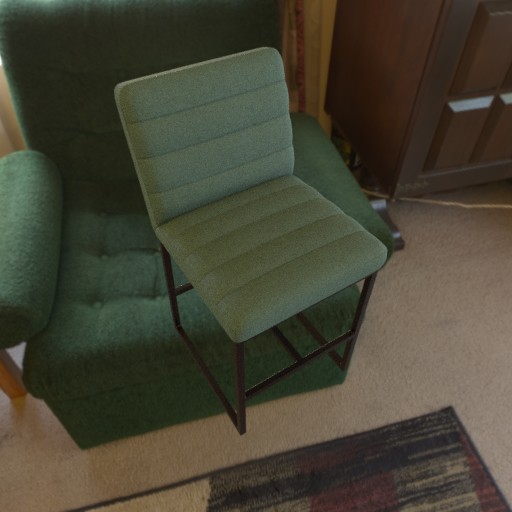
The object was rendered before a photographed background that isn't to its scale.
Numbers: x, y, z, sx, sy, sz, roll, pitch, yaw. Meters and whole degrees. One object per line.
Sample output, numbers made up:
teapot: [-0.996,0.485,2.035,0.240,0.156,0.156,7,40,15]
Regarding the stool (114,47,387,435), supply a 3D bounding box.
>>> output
stool: [0.000,0.000,1.285,0.460,0.940,0.560,-25,51,-22]
